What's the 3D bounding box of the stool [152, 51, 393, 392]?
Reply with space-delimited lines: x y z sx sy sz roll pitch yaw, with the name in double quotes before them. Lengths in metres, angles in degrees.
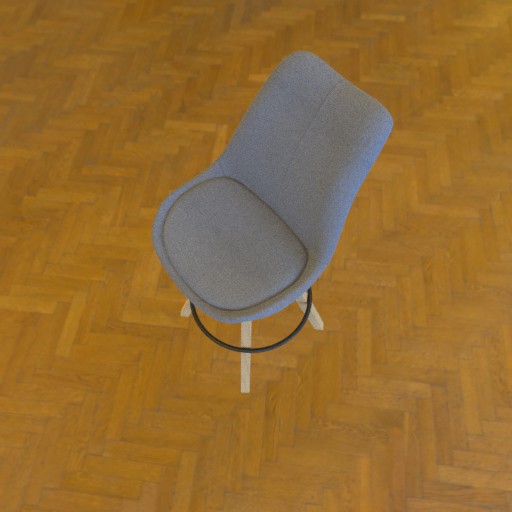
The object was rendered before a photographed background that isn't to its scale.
"stool" 0.000 0.000 1.416 0.550 1.115 0.485 -36 68 -17
